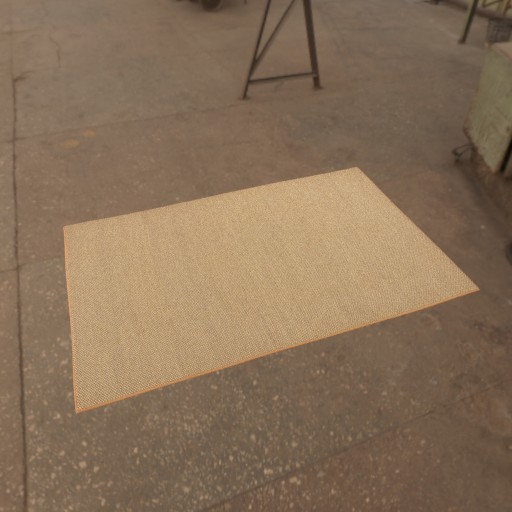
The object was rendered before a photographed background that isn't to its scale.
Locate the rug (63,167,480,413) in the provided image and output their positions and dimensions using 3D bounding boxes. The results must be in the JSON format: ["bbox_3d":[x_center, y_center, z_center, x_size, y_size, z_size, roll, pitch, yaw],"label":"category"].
[{"bbox_3d":[0.000,0.000,2.069,1.678,0.013,1.078,-14,44,-15],"label":"rug"}]
